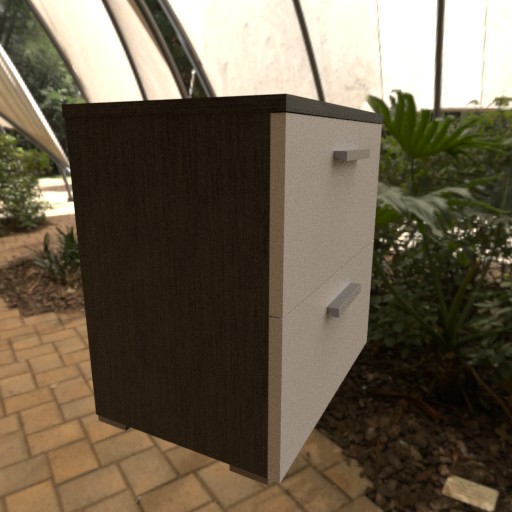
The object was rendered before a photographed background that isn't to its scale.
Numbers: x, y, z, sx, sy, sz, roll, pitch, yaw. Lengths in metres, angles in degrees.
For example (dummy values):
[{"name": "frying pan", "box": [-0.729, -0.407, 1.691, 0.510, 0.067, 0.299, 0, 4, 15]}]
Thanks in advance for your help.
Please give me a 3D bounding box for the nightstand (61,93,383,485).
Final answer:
[{"name": "nightstand", "box": [0.000, 0.000, 0.735, 0.325, 0.460, 0.441, 8, 17, 26]}]
